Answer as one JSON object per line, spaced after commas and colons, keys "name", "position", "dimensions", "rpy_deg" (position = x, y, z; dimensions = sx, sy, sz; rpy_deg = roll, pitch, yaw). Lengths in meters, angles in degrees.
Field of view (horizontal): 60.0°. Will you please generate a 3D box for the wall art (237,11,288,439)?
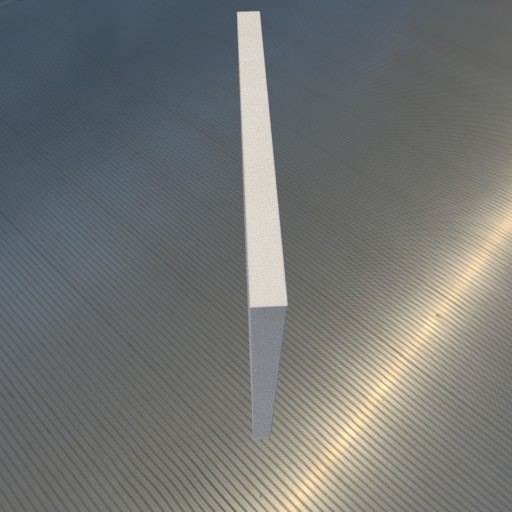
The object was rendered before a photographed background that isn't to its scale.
{"name": "wall art", "position": [0.000, 0.000, 0.800], "dimensions": [0.037, 0.606, 0.508], "rpy_deg": [-2, 57, -2]}
